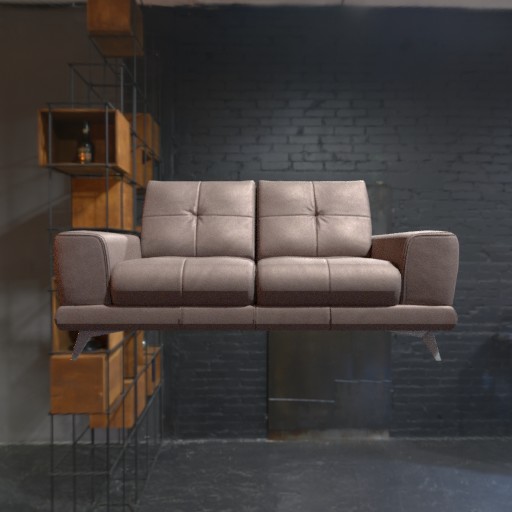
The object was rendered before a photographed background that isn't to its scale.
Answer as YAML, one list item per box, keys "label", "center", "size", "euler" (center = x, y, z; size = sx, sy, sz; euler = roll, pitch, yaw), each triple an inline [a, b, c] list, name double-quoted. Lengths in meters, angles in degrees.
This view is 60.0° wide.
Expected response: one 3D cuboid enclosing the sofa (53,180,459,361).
- label: "sofa"
  center: [0.000, 0.000, 2.406]
  size: [1.806, 0.907, 1.018]
  euler: [0, 1, 0]
